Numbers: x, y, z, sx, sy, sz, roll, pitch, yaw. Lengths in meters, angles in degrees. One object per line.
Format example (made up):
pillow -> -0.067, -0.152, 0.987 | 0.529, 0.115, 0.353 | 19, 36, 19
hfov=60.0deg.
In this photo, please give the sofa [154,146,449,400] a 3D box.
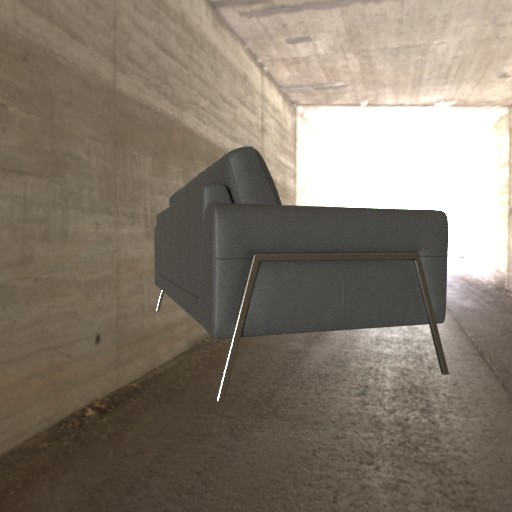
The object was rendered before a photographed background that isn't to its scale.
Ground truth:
sofa -> 0.000, 0.000, 2.522 | 0.953, 0.875, 2.017 | -1, 2, -18
